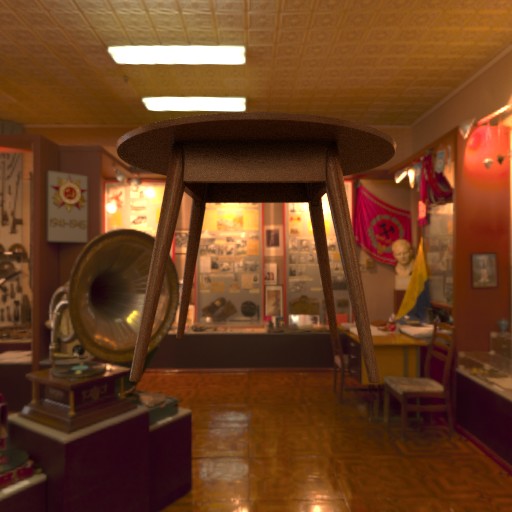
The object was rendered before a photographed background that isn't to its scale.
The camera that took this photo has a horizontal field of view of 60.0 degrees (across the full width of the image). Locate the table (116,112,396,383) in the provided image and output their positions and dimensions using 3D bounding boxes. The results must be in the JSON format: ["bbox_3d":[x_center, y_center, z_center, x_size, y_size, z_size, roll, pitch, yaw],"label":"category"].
[{"bbox_3d":[0.000,0.000,1.744,1.053,0.786,1.053,0,0,0],"label":"table"}]
